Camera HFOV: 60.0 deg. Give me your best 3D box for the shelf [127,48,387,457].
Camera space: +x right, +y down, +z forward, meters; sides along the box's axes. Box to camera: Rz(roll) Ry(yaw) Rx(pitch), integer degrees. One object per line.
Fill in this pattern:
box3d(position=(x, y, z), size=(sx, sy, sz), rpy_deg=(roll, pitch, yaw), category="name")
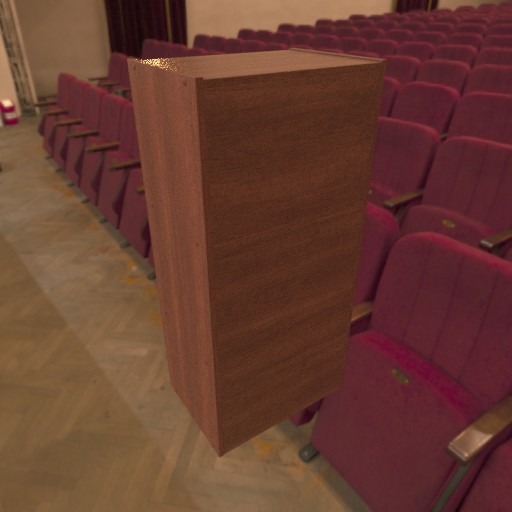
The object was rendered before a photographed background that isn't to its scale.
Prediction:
box3d(position=(0.000, 0.000, 1.077), size=(0.414, 0.879, 0.290), rpy_deg=(-19, 35, -29), category="shelf")
